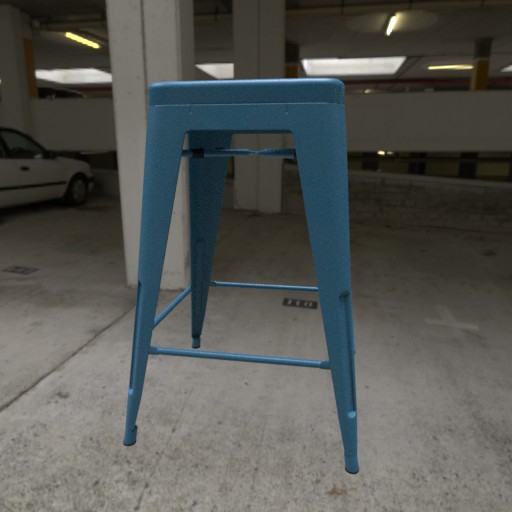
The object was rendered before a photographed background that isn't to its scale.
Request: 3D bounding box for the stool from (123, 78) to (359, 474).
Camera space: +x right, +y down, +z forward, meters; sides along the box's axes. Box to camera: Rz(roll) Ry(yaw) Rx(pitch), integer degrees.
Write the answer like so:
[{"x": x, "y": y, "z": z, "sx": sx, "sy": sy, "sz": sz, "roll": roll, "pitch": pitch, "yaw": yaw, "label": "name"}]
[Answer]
[{"x": 0.000, "y": 0.000, "z": 0.865, "sx": 0.410, "sy": 0.608, "sz": 0.410, "roll": 3, "pitch": 15, "yaw": 10, "label": "stool"}]
